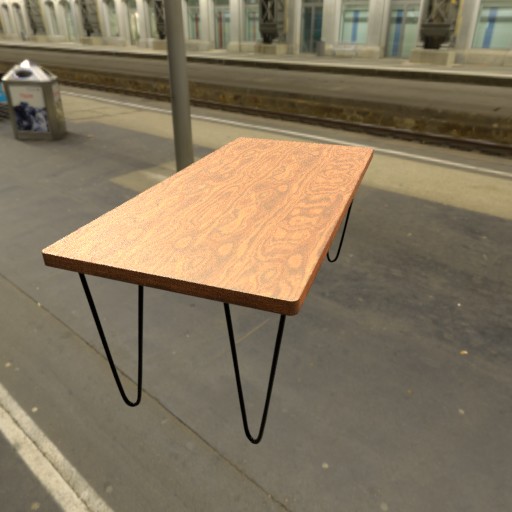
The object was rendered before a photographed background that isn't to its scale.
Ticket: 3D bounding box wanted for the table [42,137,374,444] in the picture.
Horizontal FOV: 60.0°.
[{"bbox_3d":[0.000,0.000,2.249,0.883,0.753,1.791,9,29,17],"label":"table"}]
